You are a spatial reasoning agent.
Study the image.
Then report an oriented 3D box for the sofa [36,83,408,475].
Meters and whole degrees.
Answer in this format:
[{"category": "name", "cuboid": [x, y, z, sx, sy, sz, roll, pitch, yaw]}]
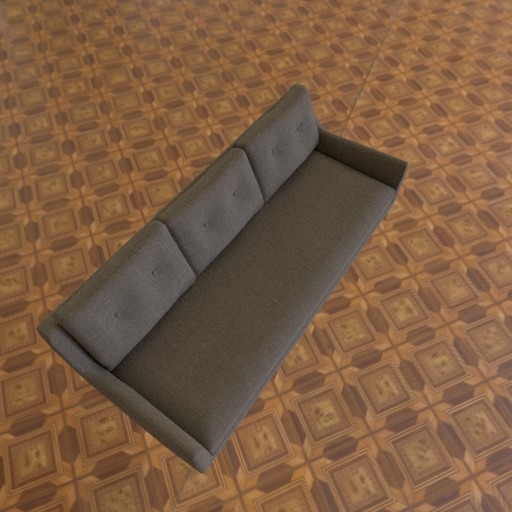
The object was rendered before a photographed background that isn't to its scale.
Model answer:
[{"category": "sofa", "cuboid": [0.000, 0.000, 2.458, 0.849, 0.837, 2.060, 31, 62, 18]}]
